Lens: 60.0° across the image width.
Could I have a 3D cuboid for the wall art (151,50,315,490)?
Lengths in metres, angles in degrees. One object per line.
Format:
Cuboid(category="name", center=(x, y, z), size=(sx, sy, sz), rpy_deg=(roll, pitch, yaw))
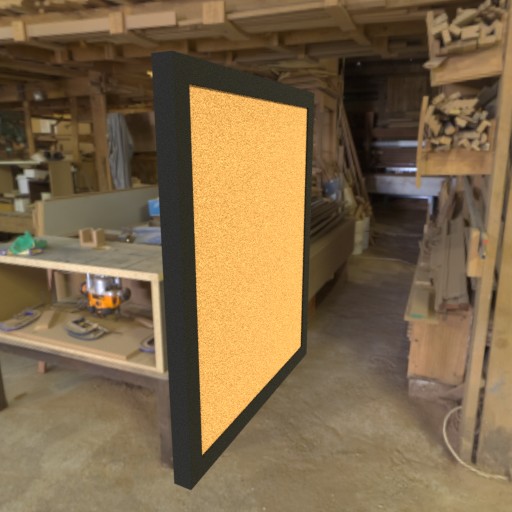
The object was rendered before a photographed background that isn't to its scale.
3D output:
Cuboid(category="wall art", center=(0.000, 0.000, 0.746), size=(0.029, 0.559, 0.457), rpy_deg=(7, 16, 26))
